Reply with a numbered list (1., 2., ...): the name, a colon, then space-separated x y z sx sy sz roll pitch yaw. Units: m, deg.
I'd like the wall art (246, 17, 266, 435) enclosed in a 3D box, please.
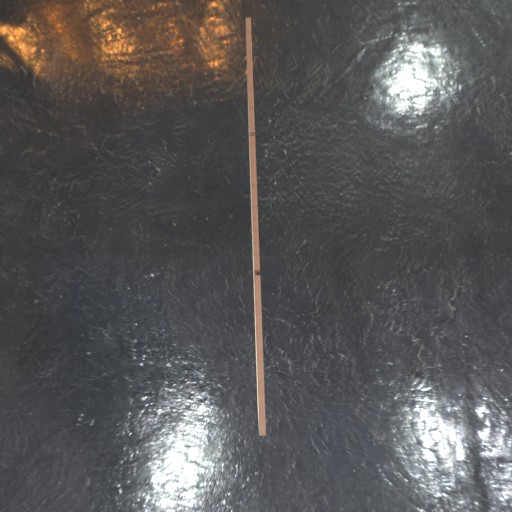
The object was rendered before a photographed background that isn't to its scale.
1. wall art: 0.000 0.000 1.350 0.018 0.904 0.906 -2 75 0
